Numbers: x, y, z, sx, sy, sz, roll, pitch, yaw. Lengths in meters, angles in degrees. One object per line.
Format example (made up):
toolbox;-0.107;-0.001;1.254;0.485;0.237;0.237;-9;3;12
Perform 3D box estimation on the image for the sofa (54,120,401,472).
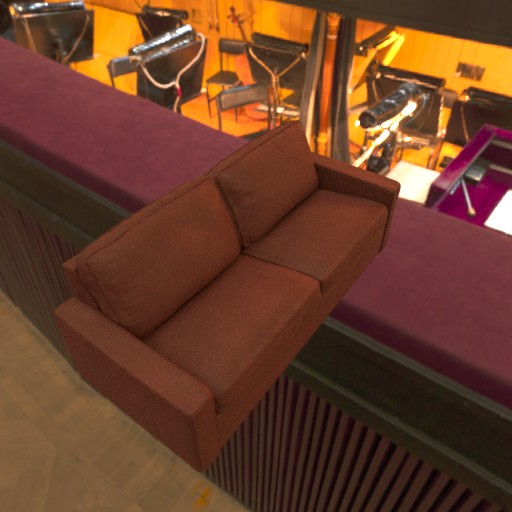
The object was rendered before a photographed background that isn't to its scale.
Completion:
sofa;0.000;0.000;2.596;0.940;0.919;2.080;26;48;26
